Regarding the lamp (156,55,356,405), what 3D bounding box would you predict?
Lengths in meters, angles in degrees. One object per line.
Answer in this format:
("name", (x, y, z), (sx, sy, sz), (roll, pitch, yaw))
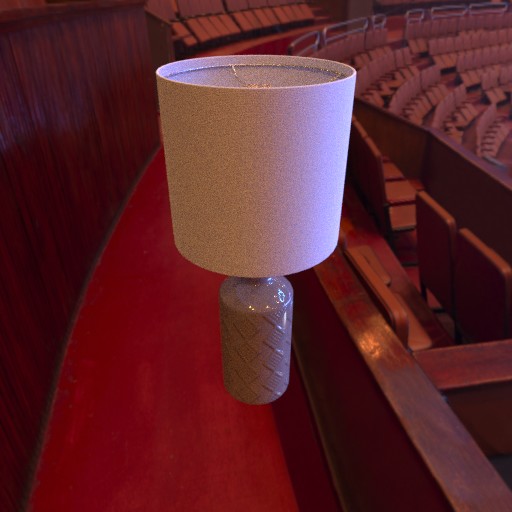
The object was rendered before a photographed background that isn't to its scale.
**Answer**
("lamp", (0.000, 0.000, 0.585), (0.207, 0.461, 0.207), (-9, 33, -15))
